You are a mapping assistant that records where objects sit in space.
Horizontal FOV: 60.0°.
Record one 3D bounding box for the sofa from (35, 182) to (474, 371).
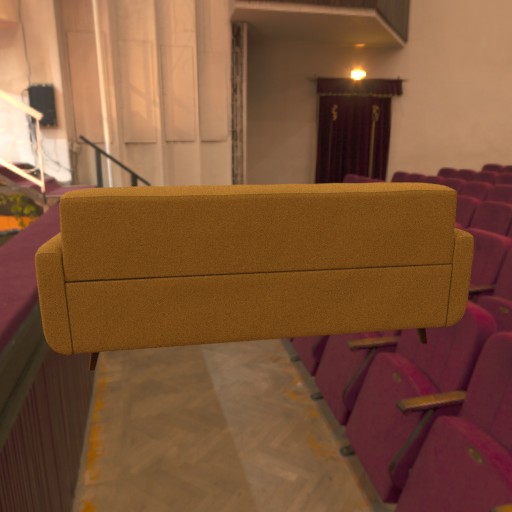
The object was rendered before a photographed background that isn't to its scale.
[{"bbox_3d":[0.000,0.000,2.465,2.029,0.841,0.909,-2,15,-9],"label":"sofa"}]
